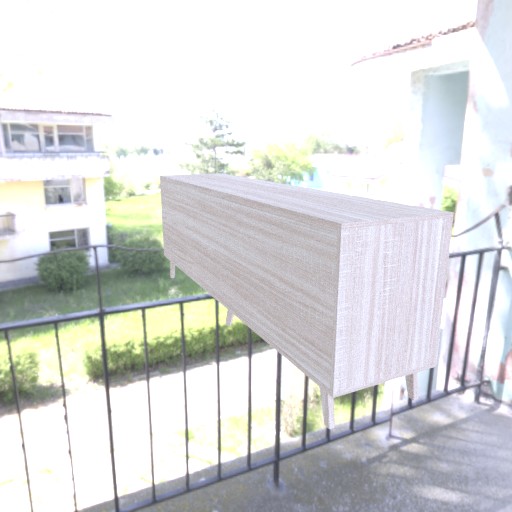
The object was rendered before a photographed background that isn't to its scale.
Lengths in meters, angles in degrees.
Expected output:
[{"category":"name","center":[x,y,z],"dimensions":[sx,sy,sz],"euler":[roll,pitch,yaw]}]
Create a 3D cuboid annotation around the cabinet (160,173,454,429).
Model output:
[{"category":"cabinet","center":[0.000,0.000,2.542],"dimensions":[0.500,0.780,2.200],"euler":[-7,16,-26]}]
